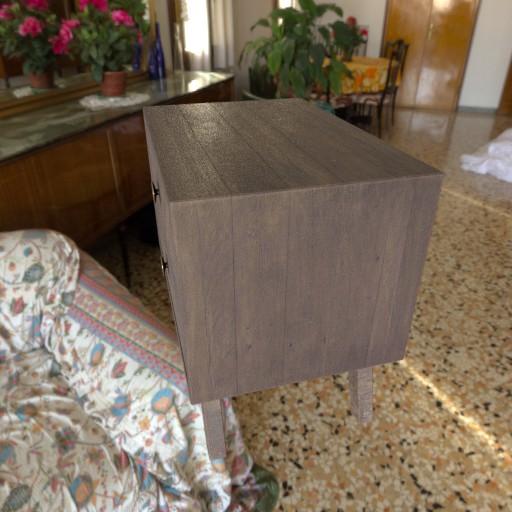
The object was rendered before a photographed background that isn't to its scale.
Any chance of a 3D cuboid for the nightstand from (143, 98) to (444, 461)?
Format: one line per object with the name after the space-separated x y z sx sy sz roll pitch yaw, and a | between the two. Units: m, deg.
0.000 0.000 1.078 0.450 0.599 0.650 -8 31 -14 | nightstand
